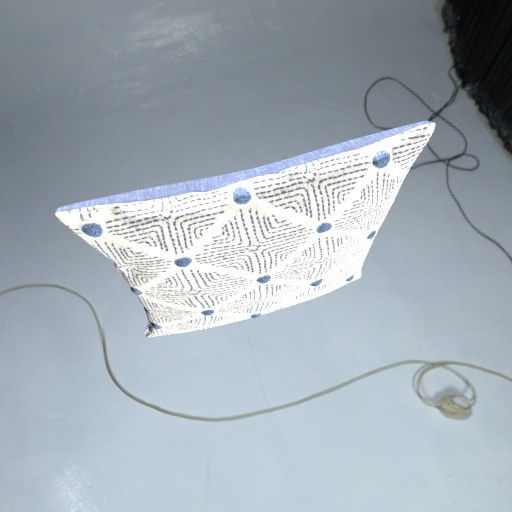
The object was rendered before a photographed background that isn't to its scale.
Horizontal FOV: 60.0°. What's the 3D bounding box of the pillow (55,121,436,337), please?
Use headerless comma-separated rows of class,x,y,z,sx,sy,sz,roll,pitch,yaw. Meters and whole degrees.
pillow,0.000,0.000,0.788,0.510,0.510,0.145,-15,64,-7
